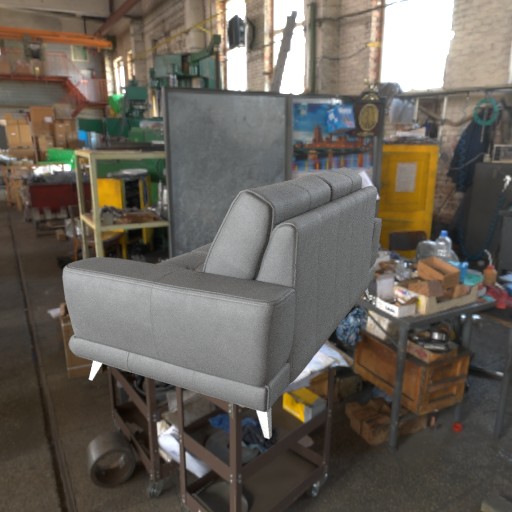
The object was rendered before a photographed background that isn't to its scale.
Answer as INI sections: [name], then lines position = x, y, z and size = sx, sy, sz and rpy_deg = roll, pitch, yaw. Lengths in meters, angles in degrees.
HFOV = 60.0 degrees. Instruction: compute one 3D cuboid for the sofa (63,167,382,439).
[sofa]
position = 0.000, 0.000, 2.446
size = 1.018, 0.907, 1.806
rpy_deg = 8, 17, 26
